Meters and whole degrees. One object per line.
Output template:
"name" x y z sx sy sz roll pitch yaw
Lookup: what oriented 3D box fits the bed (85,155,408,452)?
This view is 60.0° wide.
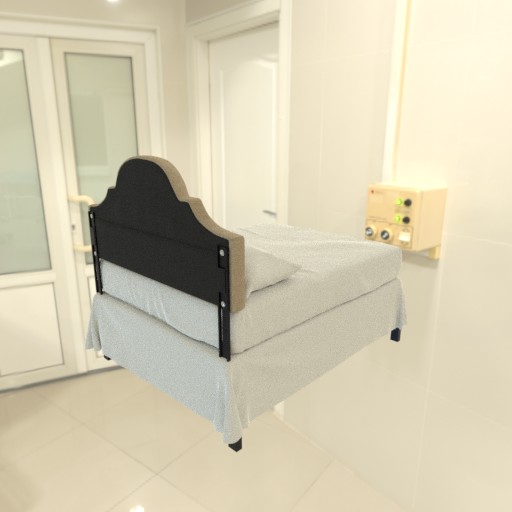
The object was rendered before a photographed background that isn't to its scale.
"bed" 0.000 0.000 3.528 1.780 1.634 2.222 15 22 42
